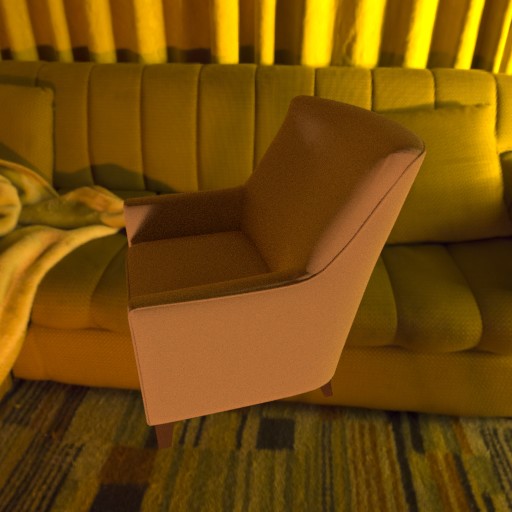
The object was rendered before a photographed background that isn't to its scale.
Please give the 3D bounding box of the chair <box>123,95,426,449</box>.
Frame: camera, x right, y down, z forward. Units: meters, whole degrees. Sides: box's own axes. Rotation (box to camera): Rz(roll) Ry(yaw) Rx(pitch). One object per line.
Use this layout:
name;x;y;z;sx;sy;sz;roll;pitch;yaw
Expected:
chair;0.000;0.000;1.526;0.879;0.916;0.756;-8;31;-13
